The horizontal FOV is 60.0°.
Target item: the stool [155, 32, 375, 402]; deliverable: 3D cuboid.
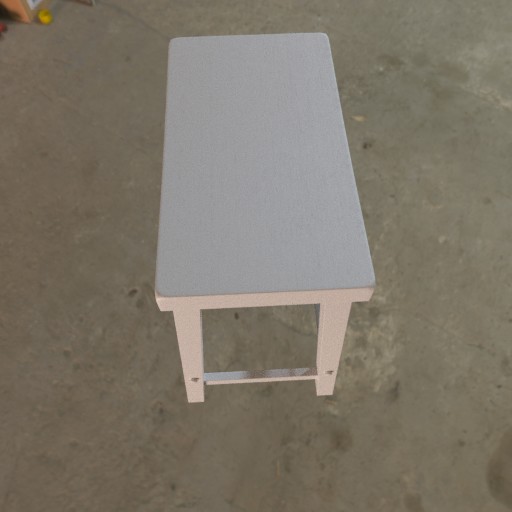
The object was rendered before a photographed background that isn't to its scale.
[{"bbox_3d":[0.000,0.000,0.817,0.322,0.610,0.406,-3,62,-1],"label":"stool"}]
